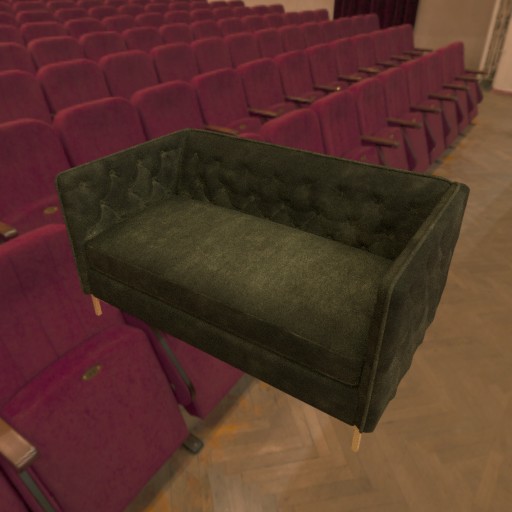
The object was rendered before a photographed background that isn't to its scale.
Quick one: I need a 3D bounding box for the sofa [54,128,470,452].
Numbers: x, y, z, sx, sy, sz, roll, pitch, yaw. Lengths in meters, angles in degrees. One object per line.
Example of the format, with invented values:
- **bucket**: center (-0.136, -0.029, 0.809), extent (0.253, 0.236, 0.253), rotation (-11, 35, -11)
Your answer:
- **sofa**: center (0.000, 0.000, 2.023), extent (1.537, 0.768, 0.895), rotation (19, 37, 28)
